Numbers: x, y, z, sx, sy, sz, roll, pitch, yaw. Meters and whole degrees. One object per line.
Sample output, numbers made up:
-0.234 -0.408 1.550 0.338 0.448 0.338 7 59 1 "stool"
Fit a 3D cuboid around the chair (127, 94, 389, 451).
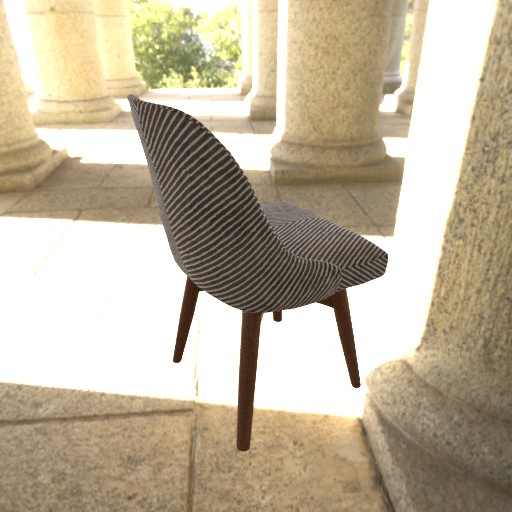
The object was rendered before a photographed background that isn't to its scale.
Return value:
0.000 0.000 1.249 0.591 0.883 0.504 -17 32 -29 "chair"
